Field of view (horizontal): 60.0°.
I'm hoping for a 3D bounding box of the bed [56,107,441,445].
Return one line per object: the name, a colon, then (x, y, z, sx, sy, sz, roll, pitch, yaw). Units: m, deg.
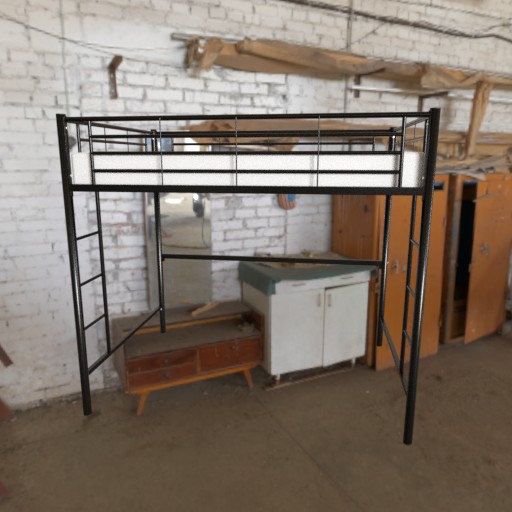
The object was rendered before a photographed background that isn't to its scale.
bed: (0.000, 0.000, 3.101, 1.994, 1.803, 1.397, 2, 13, 8)
